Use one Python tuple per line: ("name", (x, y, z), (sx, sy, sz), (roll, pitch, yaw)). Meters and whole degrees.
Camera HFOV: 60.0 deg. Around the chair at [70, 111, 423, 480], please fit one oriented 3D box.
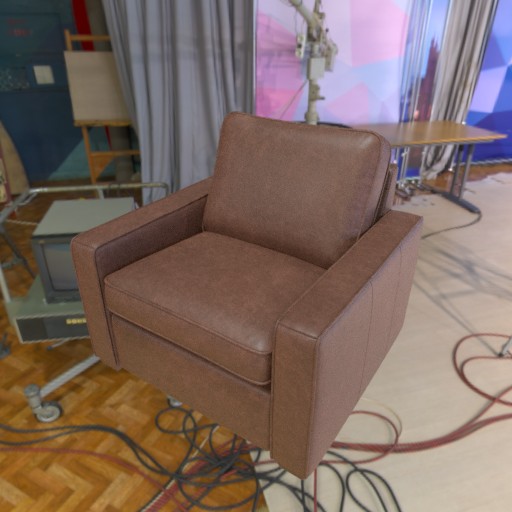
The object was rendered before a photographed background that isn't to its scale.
("chair", (0.000, 0.000, 1.702), (1.017, 0.919, 0.940), (18, 34, 29))
